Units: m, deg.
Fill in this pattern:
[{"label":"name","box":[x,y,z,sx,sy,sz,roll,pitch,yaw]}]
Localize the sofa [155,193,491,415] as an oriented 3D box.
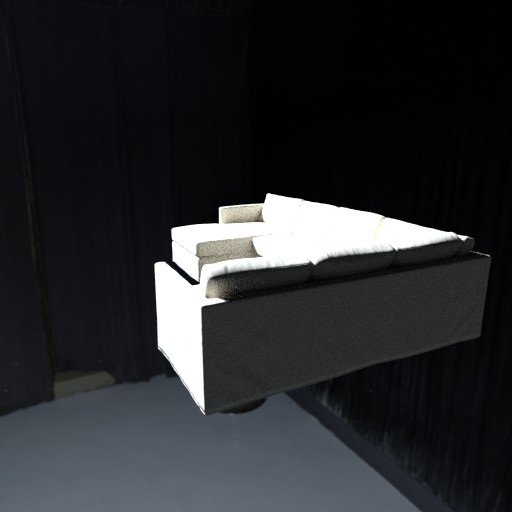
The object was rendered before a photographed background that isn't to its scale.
[{"label":"sofa","box":[0.000,0.000,4.494,2.448,0.882,3.464,-7,16,-26]}]
